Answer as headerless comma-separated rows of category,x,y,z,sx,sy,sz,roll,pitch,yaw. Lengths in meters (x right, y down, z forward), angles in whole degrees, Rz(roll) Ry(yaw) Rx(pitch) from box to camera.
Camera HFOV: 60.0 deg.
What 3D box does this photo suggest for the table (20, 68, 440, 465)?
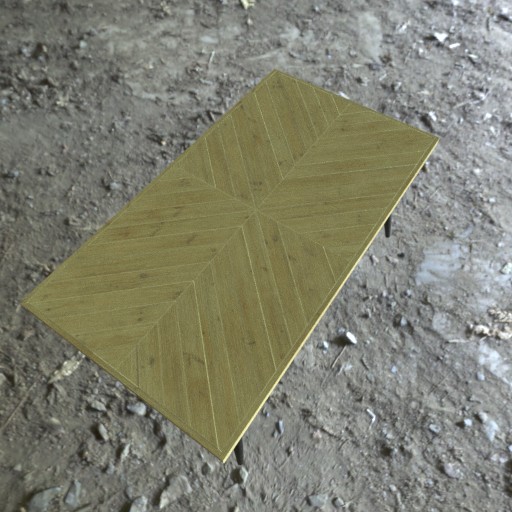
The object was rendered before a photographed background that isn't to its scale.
table,0.000,0.000,2.292,0.991,0.762,1.803,30,62,18
